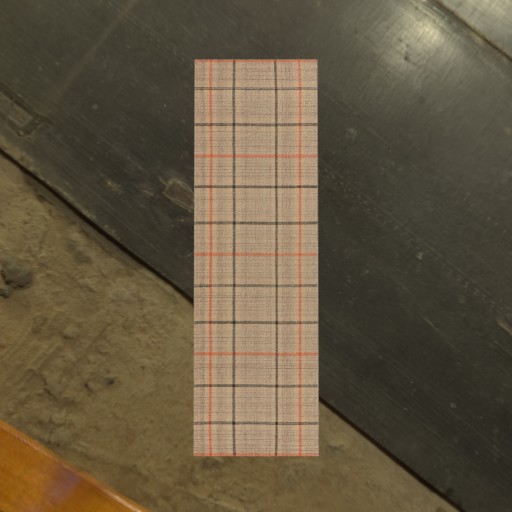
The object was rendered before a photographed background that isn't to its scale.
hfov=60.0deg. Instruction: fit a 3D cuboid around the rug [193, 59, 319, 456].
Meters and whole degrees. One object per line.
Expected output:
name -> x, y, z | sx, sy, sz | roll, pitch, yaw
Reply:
rug -> 0.000, 0.000, 2.728 | 0.762, 0.008, 2.439 | 0, 89, 0
